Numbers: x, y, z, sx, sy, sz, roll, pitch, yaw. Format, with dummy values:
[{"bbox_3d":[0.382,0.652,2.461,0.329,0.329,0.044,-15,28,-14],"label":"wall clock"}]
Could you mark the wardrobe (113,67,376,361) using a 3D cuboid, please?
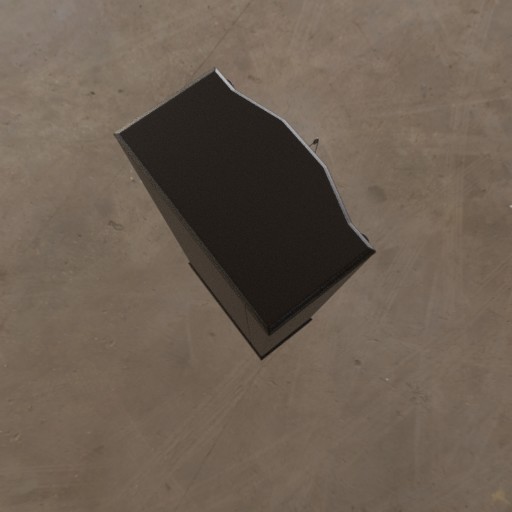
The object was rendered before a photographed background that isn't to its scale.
[{"bbox_3d":[0.000,0.000,1.209,0.295,1.011,0.444,-37,78,-9],"label":"wardrobe"}]
